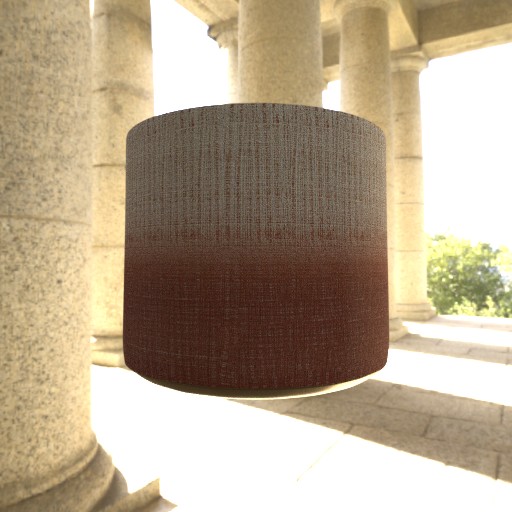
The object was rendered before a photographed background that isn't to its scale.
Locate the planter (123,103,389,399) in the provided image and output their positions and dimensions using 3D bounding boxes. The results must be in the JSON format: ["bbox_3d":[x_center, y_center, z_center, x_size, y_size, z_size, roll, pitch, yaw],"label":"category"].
[{"bbox_3d":[0.000,0.000,0.442,0.254,0.221,0.254,0,-1,0],"label":"planter"}]
